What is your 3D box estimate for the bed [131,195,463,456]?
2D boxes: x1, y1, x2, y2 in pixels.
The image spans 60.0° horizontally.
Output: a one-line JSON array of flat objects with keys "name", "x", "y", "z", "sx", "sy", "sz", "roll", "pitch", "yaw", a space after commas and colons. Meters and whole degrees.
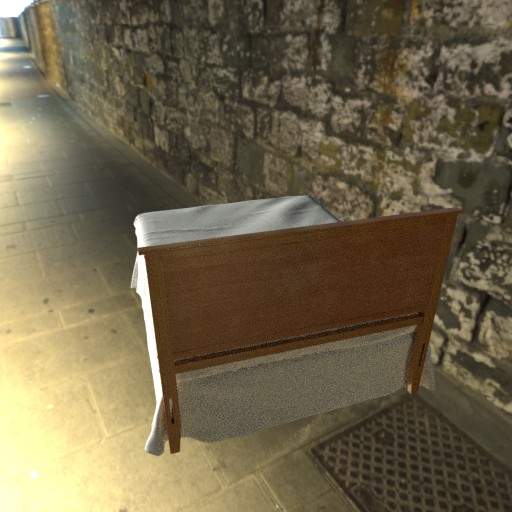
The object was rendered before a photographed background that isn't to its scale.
[{"name": "bed", "x": 0.000, "y": 0.000, "z": 3.226, "sx": 1.870, "sy": 1.273, "sz": 2.035, "roll": -8, "pitch": 29, "yaw": -15}]
